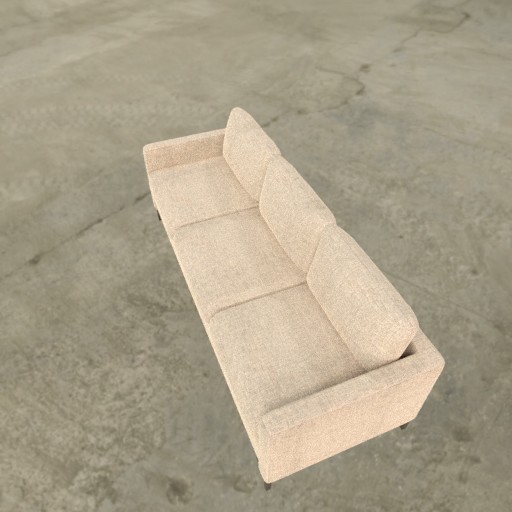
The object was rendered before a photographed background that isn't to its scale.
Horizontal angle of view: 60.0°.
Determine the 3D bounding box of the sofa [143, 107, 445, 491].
[{"bbox_3d":[0.000,0.000,2.638,0.859,0.874,2.218,-16,47,-16],"label":"sofa"}]
